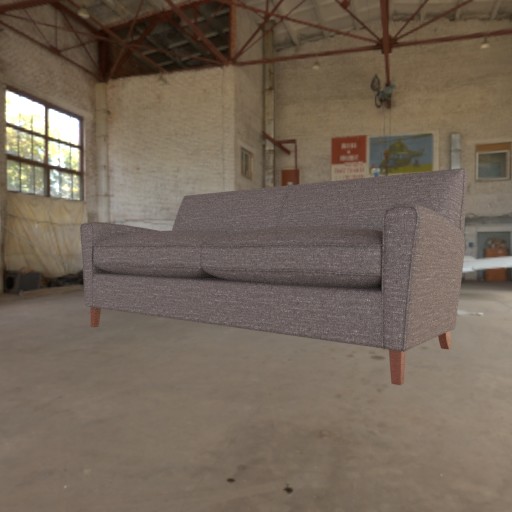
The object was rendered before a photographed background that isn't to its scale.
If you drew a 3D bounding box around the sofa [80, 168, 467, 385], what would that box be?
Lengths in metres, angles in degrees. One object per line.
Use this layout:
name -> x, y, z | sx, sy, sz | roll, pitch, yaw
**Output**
sofa -> 0.000, 0.000, 2.374 | 1.976, 0.846, 0.875 | 1, 1, 37
